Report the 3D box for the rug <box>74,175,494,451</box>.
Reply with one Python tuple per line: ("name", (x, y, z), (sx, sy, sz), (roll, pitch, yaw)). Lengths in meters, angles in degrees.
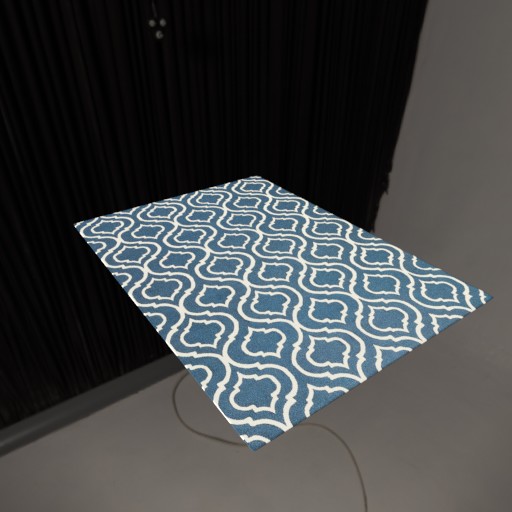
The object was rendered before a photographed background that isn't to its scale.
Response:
("rug", (0.000, 0.000, 4.213), (2.438, 0.010, 3.353), (-21, 37, -30))
